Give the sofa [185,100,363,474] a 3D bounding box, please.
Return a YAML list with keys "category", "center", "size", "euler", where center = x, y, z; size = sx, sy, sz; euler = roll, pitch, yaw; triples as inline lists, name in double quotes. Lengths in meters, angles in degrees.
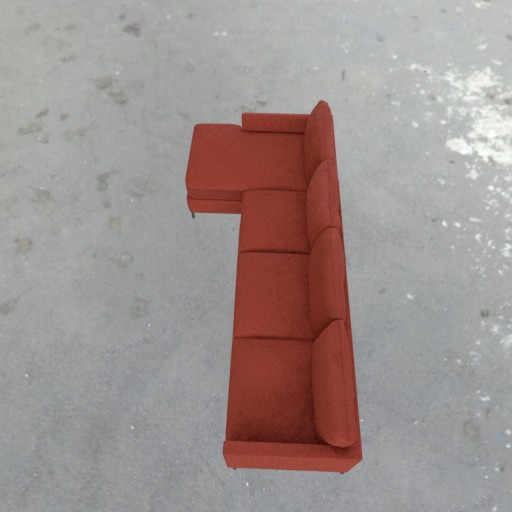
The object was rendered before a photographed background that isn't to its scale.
- category: "sofa"
  center: [0.000, 0.000, 3.977]
  size: [1.500, 0.967, 3.400]
  euler: [2, 57, 1]
